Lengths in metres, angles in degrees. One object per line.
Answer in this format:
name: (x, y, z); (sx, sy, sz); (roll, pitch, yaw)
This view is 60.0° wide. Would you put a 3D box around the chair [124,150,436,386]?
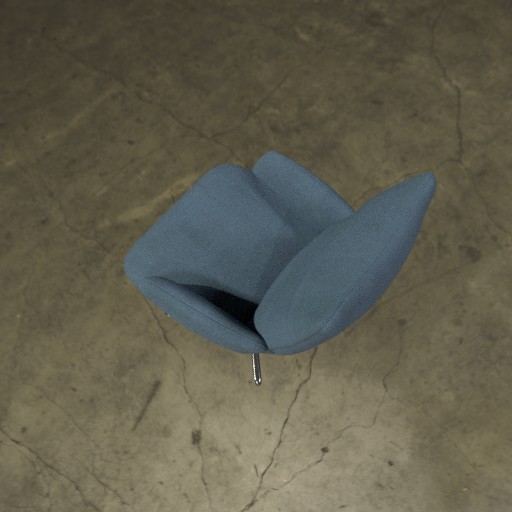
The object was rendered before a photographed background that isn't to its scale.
chair: (0.000, 0.000, 1.602); (0.889, 1.016, 0.711); (34, 67, 16)
